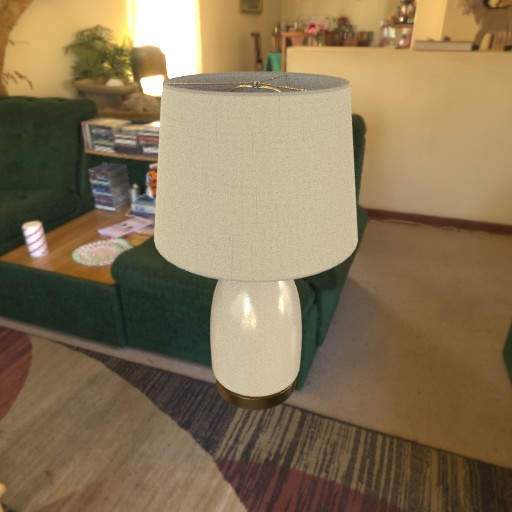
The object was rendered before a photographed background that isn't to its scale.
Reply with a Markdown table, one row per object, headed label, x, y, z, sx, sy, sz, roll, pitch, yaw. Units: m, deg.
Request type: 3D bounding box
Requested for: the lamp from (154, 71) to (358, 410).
| label | x | y | z | sx | sy | sz | roll | pitch | yaw |
| --- | --- | --- | --- | --- | --- | --- | --- | --- | --- |
| lamp | 0.000 | 0.000 | 0.652 | 0.285 | 0.483 | 0.285 | 0 | 28 | 0 |
